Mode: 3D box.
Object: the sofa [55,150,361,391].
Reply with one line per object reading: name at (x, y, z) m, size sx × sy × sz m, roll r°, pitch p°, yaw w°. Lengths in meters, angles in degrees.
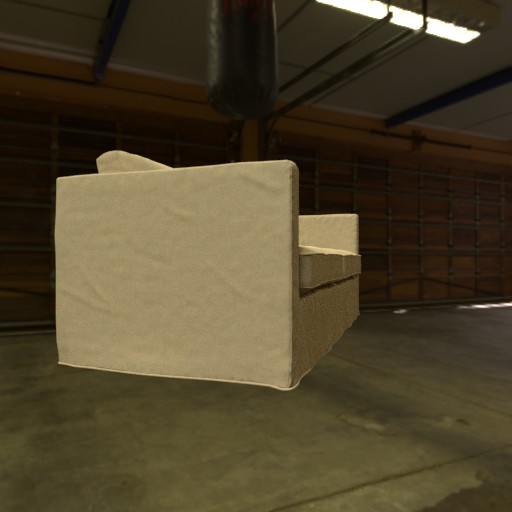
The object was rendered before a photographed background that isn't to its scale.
sofa at (0.000, 0.000, 2.417) m, size 0.962 × 0.835 × 1.959 m, roll 0°, pitch 0°, yaw 19°
